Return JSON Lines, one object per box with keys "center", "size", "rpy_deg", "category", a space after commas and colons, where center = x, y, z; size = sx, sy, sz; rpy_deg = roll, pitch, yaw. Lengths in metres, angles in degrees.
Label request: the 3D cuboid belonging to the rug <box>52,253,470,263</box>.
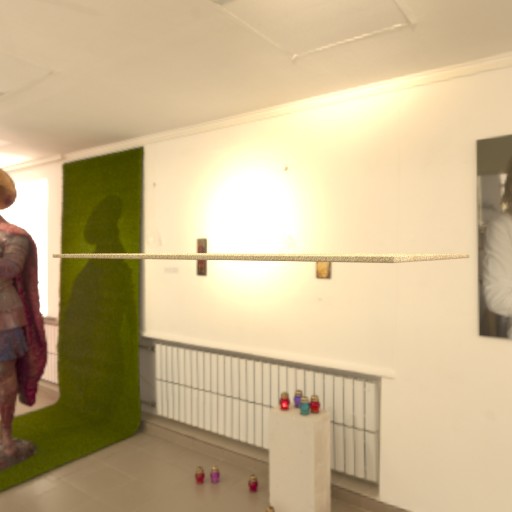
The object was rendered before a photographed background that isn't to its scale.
{"center": [0.000, 0.000, 2.954], "size": [2.346, 0.025, 1.500], "rpy_deg": [0, 1, 36], "category": "rug"}
